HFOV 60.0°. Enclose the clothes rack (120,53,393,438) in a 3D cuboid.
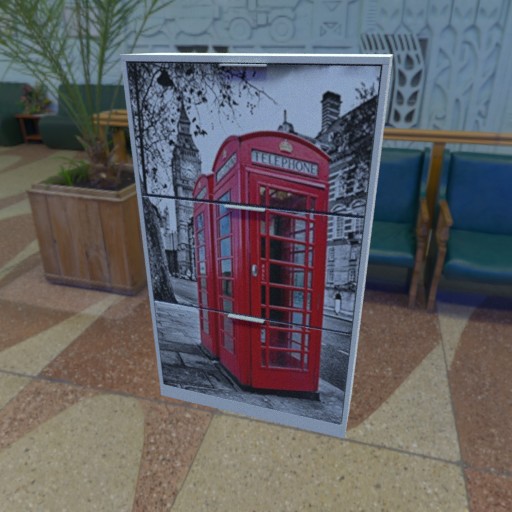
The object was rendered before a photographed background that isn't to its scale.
[{"bbox_3d":[0.000,0.000,1.547,0.750,1.280,0.250,8,27,15],"label":"clothes rack"}]
